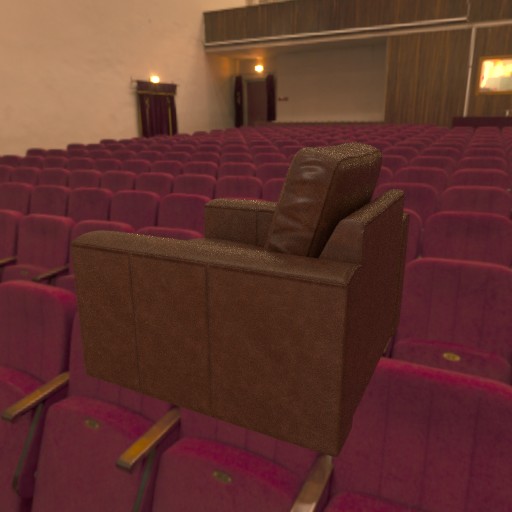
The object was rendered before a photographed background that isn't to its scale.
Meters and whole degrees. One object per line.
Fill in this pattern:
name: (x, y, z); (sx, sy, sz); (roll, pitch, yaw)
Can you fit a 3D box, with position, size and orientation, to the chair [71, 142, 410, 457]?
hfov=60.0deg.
chair: (0.000, 0.000, 1.771); (1.016, 0.873, 1.005); (8, 18, 26)
